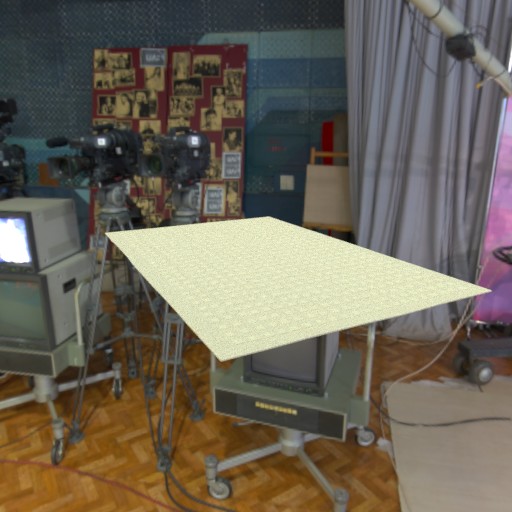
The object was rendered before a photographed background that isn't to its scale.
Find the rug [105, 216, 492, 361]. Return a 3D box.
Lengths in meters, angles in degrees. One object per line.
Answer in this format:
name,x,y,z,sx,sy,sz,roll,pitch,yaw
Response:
rug,0.000,0.000,2.191,1.143,0.006,1.747,-8,18,-27
